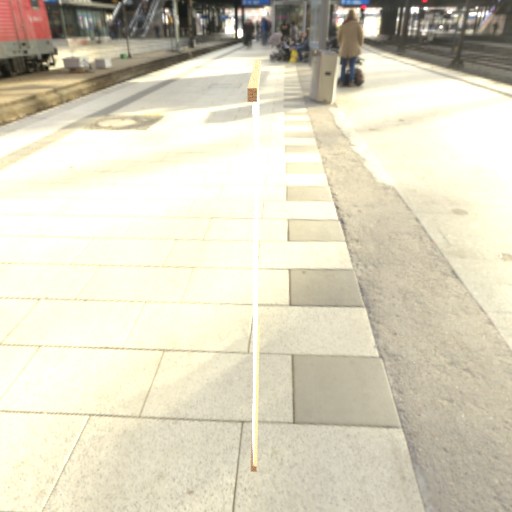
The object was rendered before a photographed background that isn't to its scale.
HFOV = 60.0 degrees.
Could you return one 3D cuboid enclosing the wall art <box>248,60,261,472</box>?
[{"bbox_3d":[0.000,0.000,1.962,0.025,1.521,1.011,1,28,1],"label":"wall art"}]
